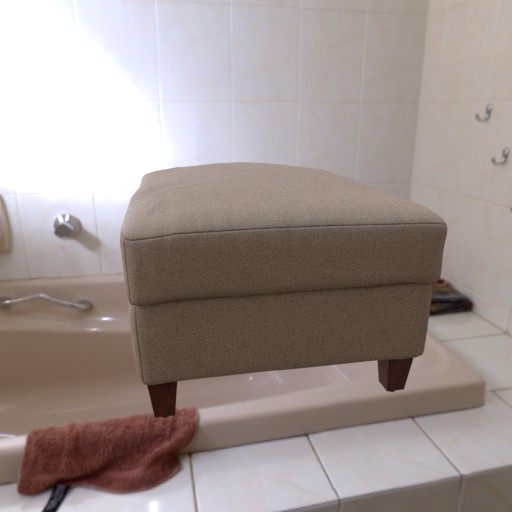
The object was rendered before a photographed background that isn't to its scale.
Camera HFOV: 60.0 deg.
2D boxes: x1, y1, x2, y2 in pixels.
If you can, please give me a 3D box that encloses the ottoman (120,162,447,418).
[{"bbox_3d":[0.000,0.000,1.339,0.692,0.511,0.902,-3,18,-10],"label":"ottoman"}]
